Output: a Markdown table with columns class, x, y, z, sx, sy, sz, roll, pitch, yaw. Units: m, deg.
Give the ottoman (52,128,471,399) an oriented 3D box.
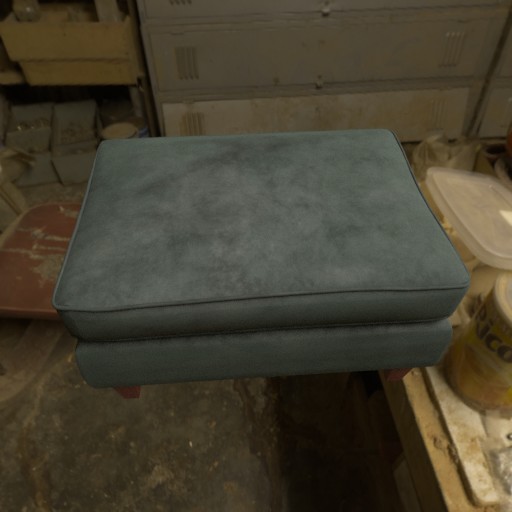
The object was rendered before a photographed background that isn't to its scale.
| class | x | y | z | sx | sy | sz | roll | pitch | yaw |
| --- | --- | --- | --- | --- | --- | --- | --- | --- | --- |
| ottoman | 0.000 | 0.000 | 1.221 | 0.864 | 0.495 | 0.632 | -3 | 47 | -3 |
